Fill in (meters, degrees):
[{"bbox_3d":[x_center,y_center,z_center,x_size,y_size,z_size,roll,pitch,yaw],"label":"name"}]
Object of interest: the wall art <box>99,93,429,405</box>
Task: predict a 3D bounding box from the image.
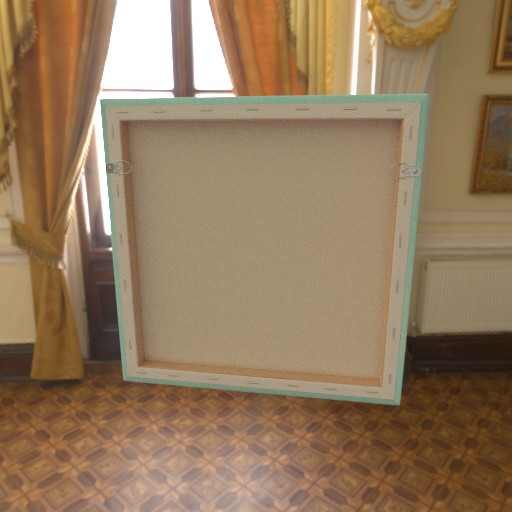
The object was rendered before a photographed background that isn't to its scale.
[{"bbox_3d":[0.000,0.000,1.580,1.071,1.073,0.070,2,15,9],"label":"wall art"}]
